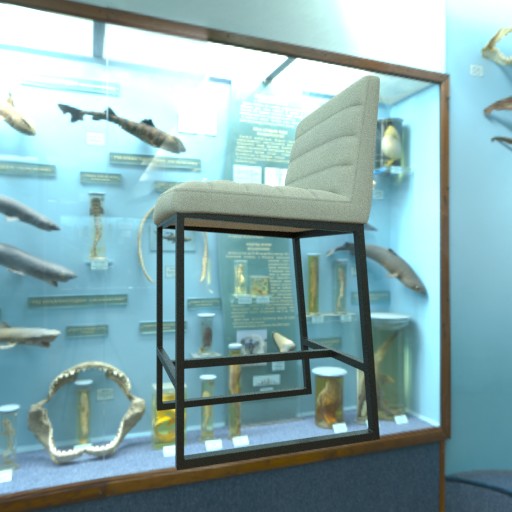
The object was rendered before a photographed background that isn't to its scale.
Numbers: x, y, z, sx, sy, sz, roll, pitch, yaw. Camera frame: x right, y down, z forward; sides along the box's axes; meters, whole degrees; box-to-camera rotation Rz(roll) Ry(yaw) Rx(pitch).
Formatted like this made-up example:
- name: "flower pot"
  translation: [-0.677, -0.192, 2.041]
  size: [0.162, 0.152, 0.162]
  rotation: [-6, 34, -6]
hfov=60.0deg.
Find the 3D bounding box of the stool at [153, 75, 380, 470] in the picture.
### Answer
- name: "stool"
  translation: [0.000, 0.000, 1.292]
  size: [0.567, 0.971, 0.459]
  rotation: [0, 0, -19]
